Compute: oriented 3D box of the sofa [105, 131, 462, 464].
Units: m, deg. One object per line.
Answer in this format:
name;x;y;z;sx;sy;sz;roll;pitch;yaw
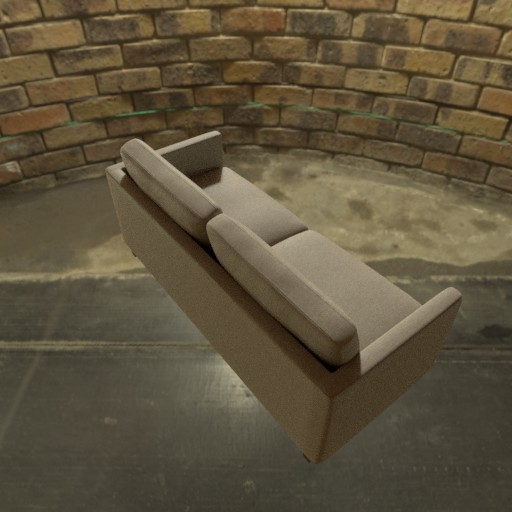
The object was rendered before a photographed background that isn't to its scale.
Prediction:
sofa;0.000;0.000;2.770;0.956;0.963;2.208;-28;49;-27
